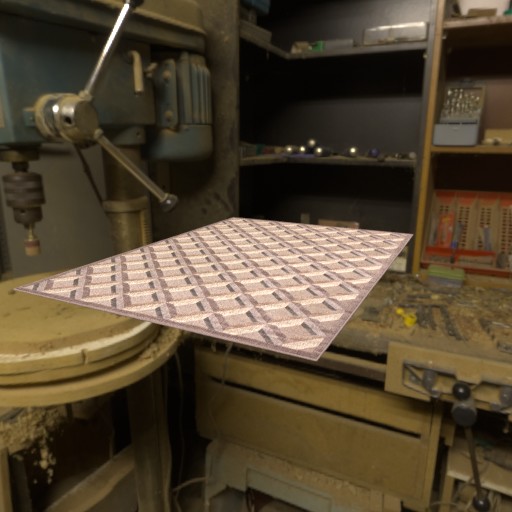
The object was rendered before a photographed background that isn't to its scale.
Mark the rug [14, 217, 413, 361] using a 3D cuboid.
[{"bbox_3d":[0.000,0.000,4.189,2.382,0.018,3.294,8,17,26],"label":"rug"}]
